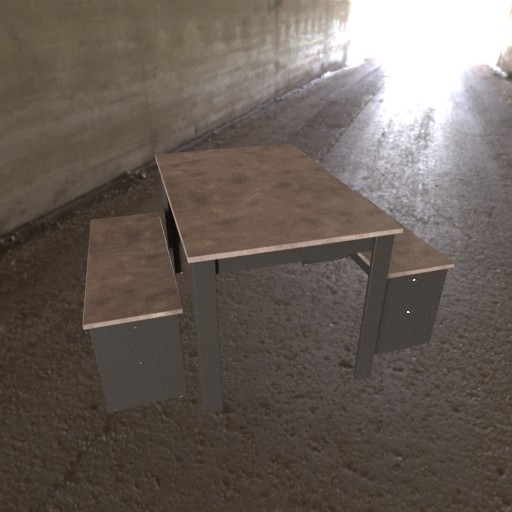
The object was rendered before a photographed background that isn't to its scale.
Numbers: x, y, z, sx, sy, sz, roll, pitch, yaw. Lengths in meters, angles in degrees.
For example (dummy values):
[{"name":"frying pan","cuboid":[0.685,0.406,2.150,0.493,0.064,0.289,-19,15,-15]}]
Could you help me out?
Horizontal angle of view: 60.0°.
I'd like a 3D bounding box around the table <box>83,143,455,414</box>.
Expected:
[{"name":"table","cuboid":[0.000,0.000,2.040,1.443,0.700,1.100,-8,30,-14]}]
